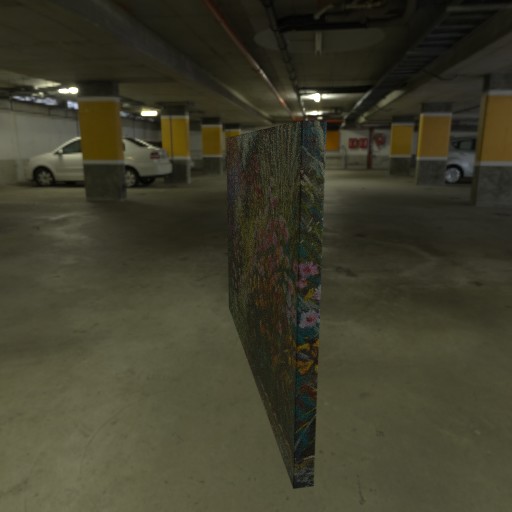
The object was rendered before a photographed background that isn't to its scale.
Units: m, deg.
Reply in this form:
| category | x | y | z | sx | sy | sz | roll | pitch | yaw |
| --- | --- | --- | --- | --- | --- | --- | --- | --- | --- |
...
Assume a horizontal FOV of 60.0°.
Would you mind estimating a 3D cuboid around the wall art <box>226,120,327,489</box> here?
| category | x | y | z | sx | sy | sz | roll | pitch | yaw |
| --- | --- | --- | --- | --- | --- | --- | --- | --- | --- |
| wall art | 0.000 | 0.000 | 1.125 | 0.037 | 0.604 | 0.908 | -2 | 14 | -10 |
